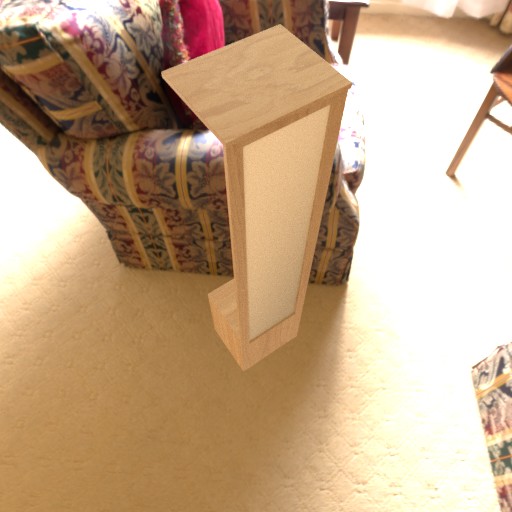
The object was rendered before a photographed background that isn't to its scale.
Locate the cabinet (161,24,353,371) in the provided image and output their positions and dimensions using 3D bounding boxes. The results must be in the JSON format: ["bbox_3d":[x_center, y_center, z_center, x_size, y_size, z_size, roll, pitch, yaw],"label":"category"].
[{"bbox_3d":[0.000,0.000,2.023,0.411,1.879,0.338,-30,63,-17],"label":"cabinet"}]
